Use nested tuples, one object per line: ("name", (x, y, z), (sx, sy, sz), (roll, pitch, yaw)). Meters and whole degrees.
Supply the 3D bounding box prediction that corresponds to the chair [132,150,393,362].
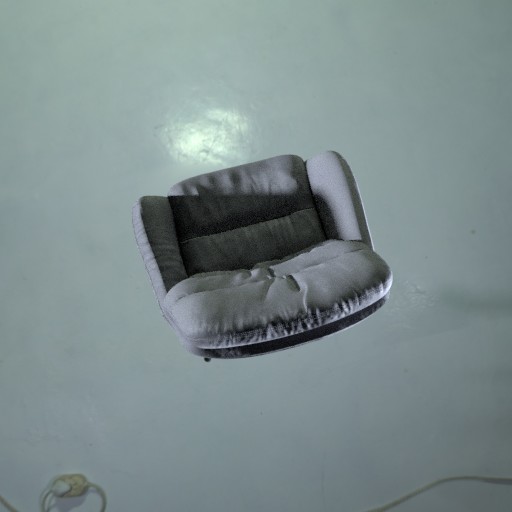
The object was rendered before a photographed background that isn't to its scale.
("chair", (0.000, 0.000, 1.250), (0.579, 0.888, 0.569), (-15, 75, -4))
